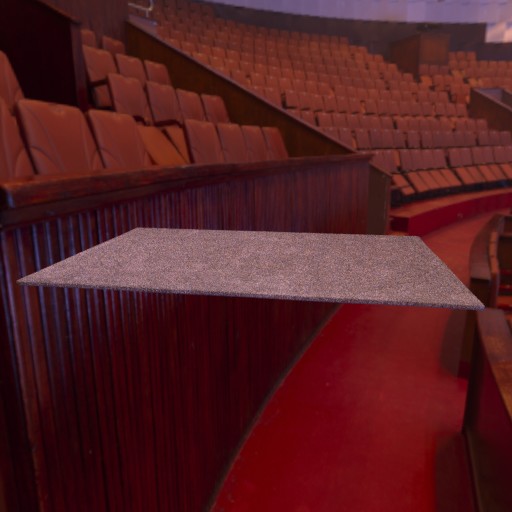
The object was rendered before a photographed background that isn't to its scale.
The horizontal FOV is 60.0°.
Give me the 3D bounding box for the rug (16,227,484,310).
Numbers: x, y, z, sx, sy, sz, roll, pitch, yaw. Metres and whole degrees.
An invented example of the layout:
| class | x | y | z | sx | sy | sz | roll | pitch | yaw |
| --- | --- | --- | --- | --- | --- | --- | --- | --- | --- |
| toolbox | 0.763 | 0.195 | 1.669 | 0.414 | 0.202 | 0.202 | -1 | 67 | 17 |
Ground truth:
| class | x | y | z | sx | sy | sz | roll | pitch | yaw |
| --- | --- | --- | --- | --- | --- | --- | --- | --- | --- |
| rug | 0.000 | 0.000 | 3.371 | 2.699 | 0.026 | 1.802 | 2 | 14 | 9 |
